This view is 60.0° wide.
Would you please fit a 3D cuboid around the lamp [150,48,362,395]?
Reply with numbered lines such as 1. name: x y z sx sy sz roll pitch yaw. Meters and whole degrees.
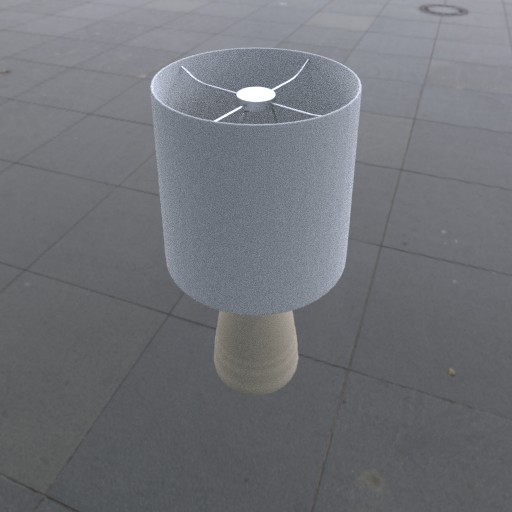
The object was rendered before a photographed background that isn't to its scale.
1. lamp: 0.000 0.000 0.470 0.186 0.369 0.186 0 41 0
